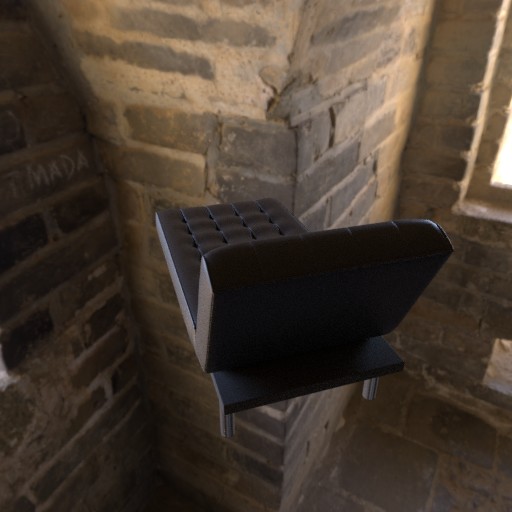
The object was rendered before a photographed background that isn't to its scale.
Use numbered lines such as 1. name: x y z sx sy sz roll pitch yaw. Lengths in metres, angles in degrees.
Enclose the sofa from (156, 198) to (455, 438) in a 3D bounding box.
1. sofa: 0.000 0.000 2.026 0.760 0.820 1.560 -9 29 -16
